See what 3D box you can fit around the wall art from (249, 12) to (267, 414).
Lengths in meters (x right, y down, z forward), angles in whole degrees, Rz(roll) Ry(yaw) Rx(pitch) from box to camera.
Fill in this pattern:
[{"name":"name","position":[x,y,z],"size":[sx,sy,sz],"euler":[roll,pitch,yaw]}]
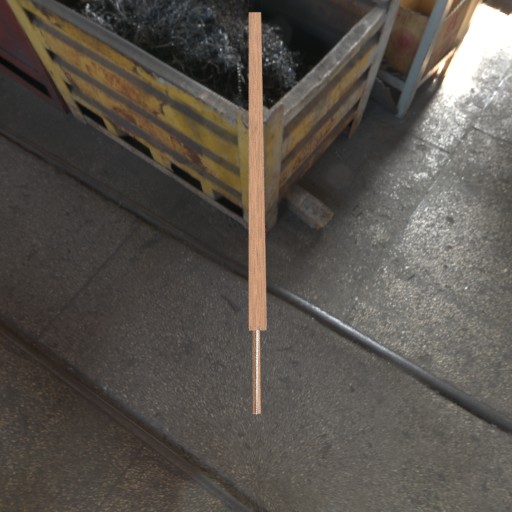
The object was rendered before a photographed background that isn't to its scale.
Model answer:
[{"name":"wall art","position":[0.000,0.000,1.316],"size":[0.028,1.016,0.765],"euler":[0,63,0]}]
